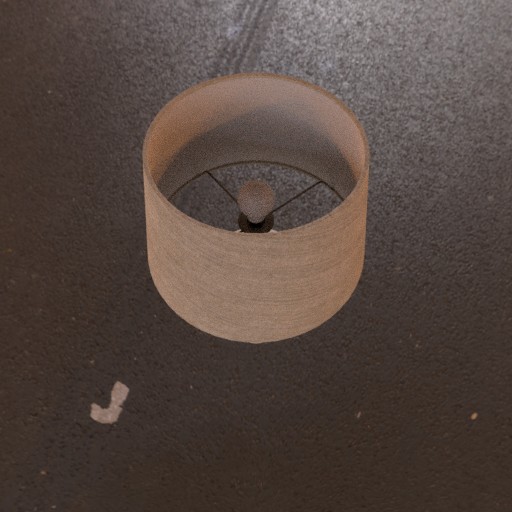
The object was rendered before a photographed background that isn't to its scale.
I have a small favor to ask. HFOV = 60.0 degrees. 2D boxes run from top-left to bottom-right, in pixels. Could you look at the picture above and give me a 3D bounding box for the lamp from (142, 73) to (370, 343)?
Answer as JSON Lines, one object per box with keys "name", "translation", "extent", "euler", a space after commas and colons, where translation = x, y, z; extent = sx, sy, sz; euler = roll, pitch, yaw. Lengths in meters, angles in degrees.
{"name": "lamp", "translation": [0.000, 0.000, 0.850], "extent": [0.390, 0.580, 0.390], "euler": [0, 58, 0]}
